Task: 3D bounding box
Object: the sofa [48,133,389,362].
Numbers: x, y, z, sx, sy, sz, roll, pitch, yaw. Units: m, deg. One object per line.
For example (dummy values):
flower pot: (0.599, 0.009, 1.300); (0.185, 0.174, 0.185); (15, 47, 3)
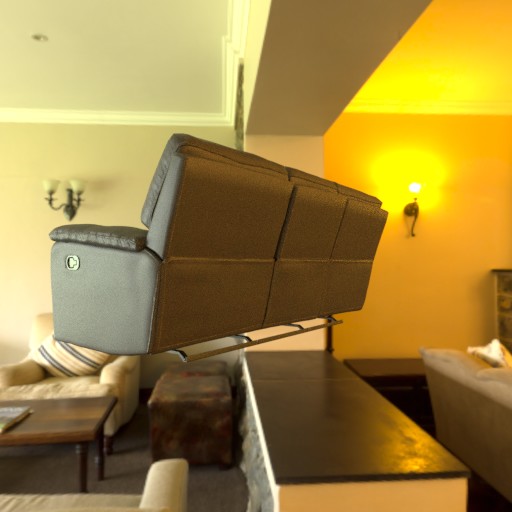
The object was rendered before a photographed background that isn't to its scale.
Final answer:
sofa: (0.000, 0.000, 3.205); (1.104, 1.134, 2.627); (-1, -1, 36)
